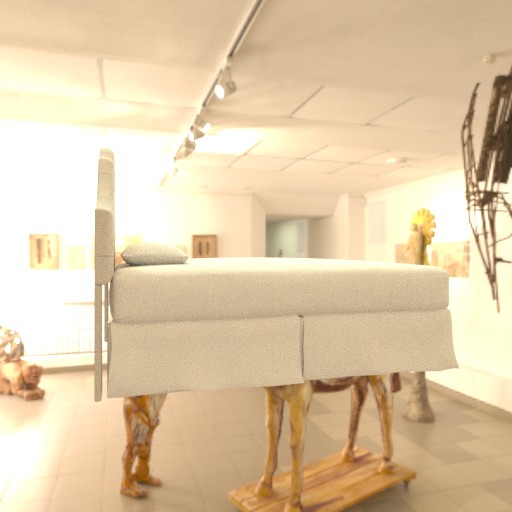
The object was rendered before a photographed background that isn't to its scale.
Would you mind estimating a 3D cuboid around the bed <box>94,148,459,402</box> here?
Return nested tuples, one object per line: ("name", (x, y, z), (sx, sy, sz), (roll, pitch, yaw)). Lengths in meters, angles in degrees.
("bed", (0.000, 0.000, 3.748), (2.477, 1.617, 2.039), (0, 0, -17))
